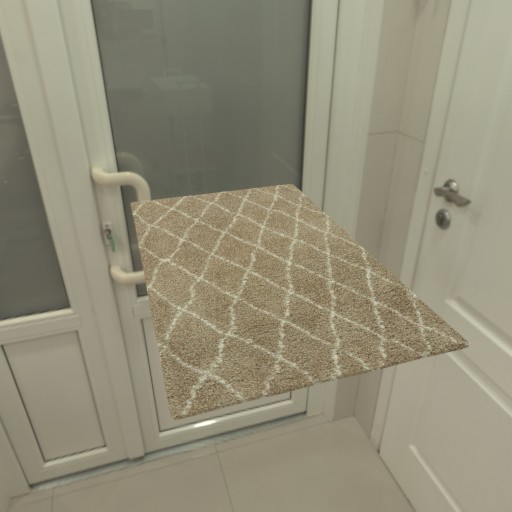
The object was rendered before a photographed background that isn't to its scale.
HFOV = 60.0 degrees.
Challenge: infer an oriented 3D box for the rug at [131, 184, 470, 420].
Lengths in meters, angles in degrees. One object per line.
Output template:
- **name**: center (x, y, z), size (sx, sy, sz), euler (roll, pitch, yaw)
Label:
- **rug**: center (0.000, 0.000, 3.067), size (1.524, 0.030, 2.438), euler (-9, 31, -15)
